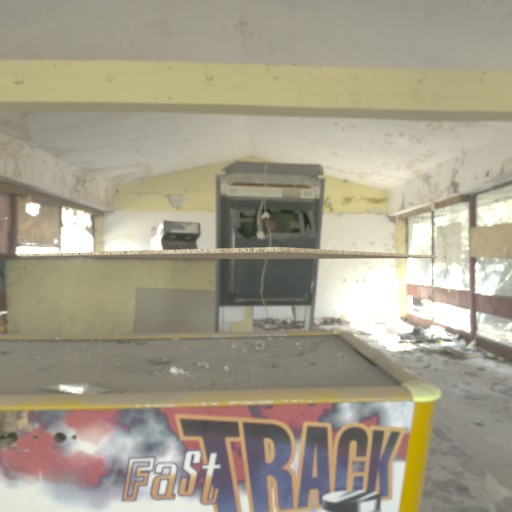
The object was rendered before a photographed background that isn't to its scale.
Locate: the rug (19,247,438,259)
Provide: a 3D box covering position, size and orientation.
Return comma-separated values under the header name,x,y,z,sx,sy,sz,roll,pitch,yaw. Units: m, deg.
name,x,y,z,sx,sy,sz,roll,pitch,yaw
rug,0.000,0.000,3.976,2.400,0.025,3.000,-1,-1,35
